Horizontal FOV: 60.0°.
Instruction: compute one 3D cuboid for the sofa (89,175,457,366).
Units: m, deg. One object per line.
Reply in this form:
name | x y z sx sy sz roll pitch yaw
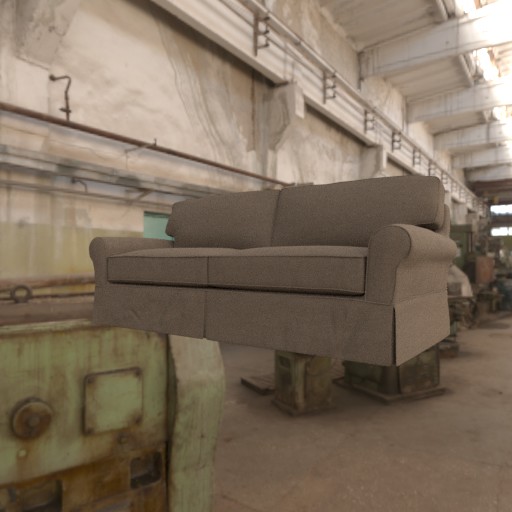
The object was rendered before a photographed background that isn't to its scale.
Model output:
sofa | 0.000 0.000 2.831 2.248 0.943 0.991 0 0 36
